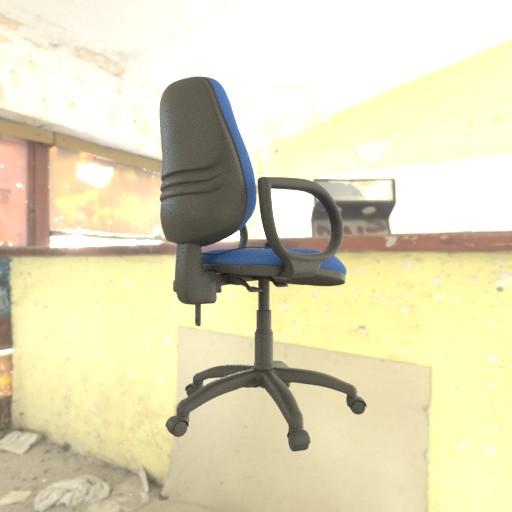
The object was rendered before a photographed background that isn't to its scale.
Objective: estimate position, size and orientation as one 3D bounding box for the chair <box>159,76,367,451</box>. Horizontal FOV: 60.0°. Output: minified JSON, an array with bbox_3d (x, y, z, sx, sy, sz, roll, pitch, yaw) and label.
[{"bbox_3d":[0.000,0.000,1.268,0.549,0.905,0.552,0,-1,-37],"label":"chair"}]
